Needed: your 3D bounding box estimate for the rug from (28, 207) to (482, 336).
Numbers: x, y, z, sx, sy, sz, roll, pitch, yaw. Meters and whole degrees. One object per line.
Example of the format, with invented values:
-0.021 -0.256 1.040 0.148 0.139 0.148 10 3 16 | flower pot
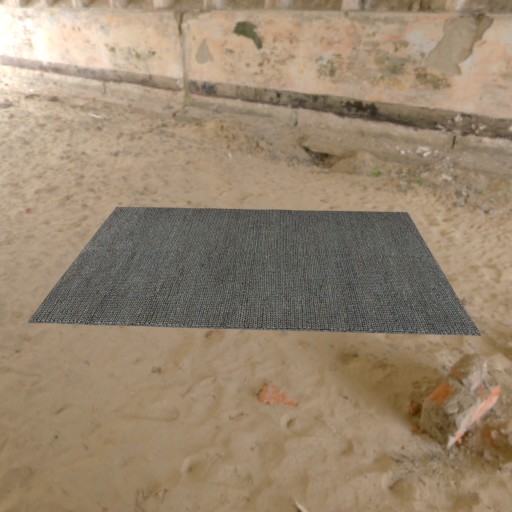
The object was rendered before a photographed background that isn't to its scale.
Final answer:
0.000 0.000 3.034 2.443 0.021 1.538 1 30 2 | rug
